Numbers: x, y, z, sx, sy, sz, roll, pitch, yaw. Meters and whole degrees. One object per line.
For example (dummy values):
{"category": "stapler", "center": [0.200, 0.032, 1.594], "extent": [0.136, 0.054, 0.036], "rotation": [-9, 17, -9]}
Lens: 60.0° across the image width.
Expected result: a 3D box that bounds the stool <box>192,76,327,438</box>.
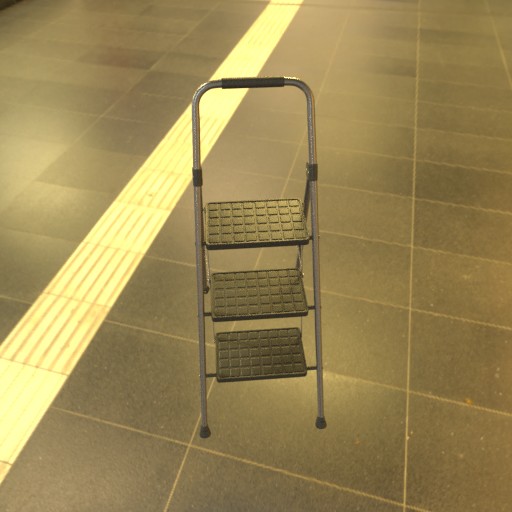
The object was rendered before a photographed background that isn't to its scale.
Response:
{"category": "stool", "center": [0.000, 0.000, 1.488], "extent": [0.473, 1.121, 0.733], "rotation": [-3, 45, -3]}
